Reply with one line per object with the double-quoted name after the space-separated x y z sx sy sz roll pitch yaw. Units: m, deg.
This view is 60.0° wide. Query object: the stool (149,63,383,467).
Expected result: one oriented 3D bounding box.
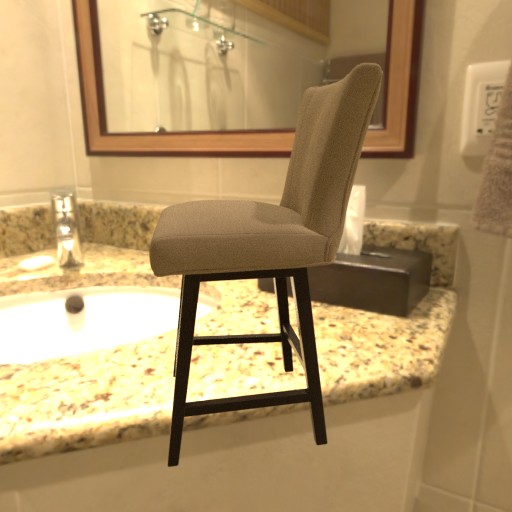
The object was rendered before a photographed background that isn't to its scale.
0.000 0.000 1.313 0.574 1.000 0.514 -2 14 -8 "stool"
